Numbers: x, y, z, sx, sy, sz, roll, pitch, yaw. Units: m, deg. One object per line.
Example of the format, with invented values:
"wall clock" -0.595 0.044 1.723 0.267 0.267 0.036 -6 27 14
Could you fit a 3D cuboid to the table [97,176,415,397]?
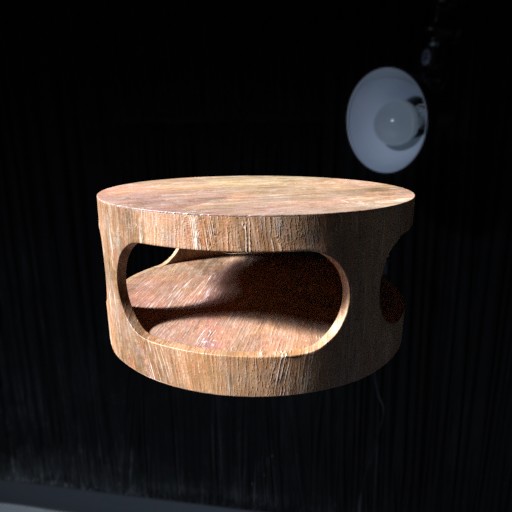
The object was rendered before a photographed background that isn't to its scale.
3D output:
"table" 0.000 0.000 1.494 0.974 0.450 0.974 0 15 0
